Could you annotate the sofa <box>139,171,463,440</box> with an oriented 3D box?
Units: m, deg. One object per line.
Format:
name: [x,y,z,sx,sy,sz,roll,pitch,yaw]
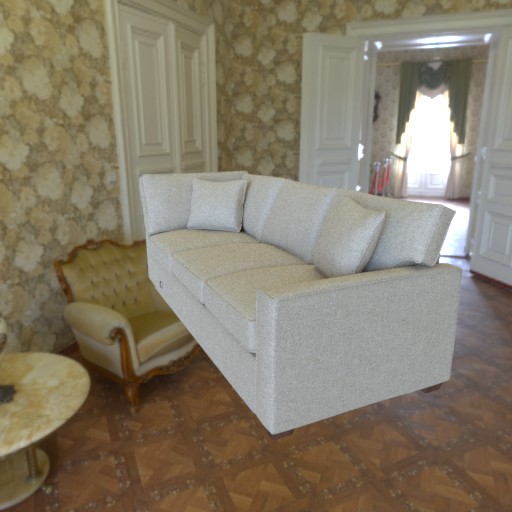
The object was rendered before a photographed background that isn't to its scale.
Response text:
sofa: [0.000,0.000,2.871,1.053,0.948,2.323,-7,16,-24]
